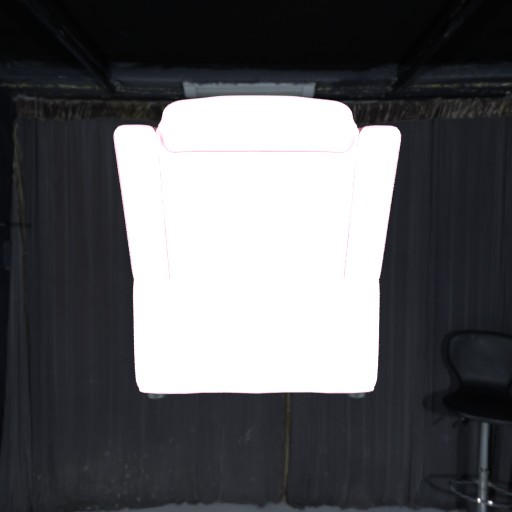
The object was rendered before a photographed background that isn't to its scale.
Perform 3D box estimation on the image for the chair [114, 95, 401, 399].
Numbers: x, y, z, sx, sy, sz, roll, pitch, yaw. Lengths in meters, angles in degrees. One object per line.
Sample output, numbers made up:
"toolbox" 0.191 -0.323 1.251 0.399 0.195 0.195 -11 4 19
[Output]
"chair" 0.000 0.000 1.253 0.680 0.702 0.709 0 2 -1
